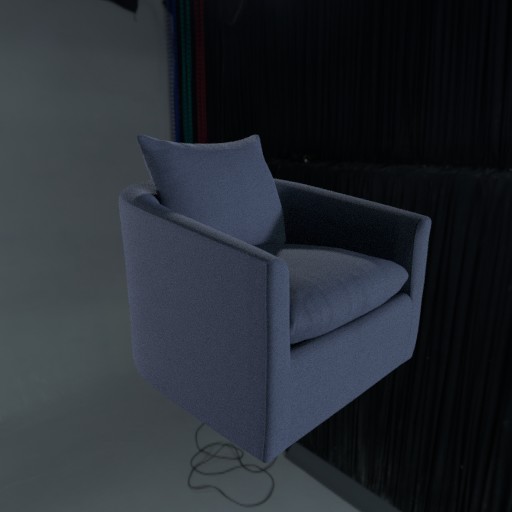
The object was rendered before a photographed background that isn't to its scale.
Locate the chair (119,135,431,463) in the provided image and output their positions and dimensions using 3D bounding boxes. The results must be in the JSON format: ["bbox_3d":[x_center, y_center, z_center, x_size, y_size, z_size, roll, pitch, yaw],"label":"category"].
[{"bbox_3d":[0.000,0.000,1.594,0.910,0.848,0.845,14,20,43],"label":"chair"}]
